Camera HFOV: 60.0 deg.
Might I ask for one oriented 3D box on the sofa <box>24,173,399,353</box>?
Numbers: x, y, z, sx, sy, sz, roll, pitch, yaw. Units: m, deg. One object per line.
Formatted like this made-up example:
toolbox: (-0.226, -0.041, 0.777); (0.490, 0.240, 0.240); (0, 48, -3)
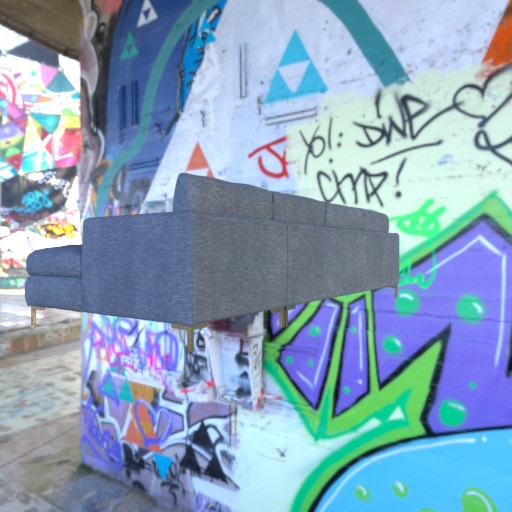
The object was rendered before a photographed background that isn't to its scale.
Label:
sofa: (0.000, 0.000, 3.440); (1.350, 0.810, 2.932); (0, 1, 35)
